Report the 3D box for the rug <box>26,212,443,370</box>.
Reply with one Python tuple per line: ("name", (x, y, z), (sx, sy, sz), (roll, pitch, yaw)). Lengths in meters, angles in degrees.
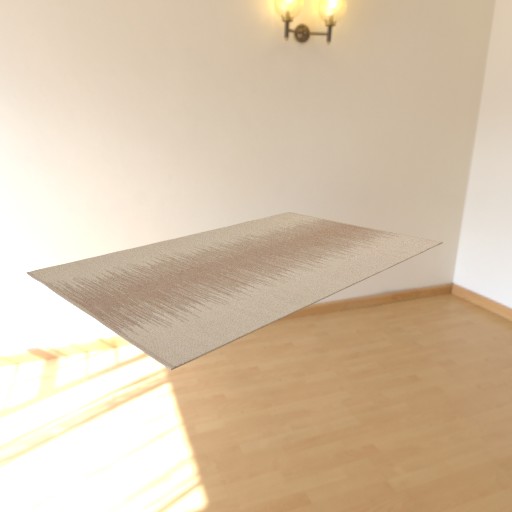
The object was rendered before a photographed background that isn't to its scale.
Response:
("rug", (0.000, 0.000, 2.999), (1.522, 0.012, 2.440), (17, 24, 42))
